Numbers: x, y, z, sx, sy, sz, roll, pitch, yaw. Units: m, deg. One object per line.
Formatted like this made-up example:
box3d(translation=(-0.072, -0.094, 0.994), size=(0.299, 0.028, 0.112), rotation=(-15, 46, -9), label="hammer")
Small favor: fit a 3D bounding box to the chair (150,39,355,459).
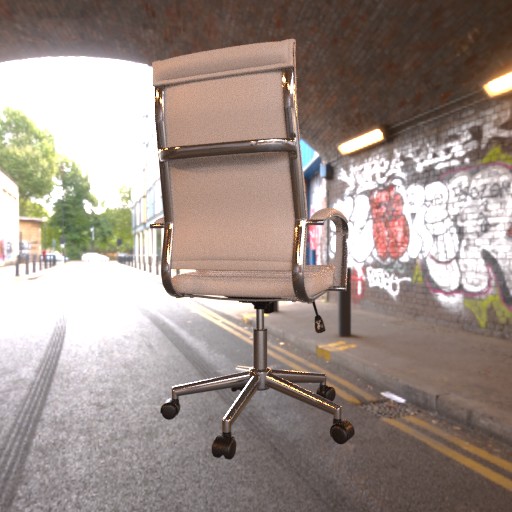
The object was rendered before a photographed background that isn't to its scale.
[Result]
box3d(translation=(0.000, 0.000, 1.523), size=(0.679, 1.149, 0.679), rotation=(0, 1, 19), label="chair")
